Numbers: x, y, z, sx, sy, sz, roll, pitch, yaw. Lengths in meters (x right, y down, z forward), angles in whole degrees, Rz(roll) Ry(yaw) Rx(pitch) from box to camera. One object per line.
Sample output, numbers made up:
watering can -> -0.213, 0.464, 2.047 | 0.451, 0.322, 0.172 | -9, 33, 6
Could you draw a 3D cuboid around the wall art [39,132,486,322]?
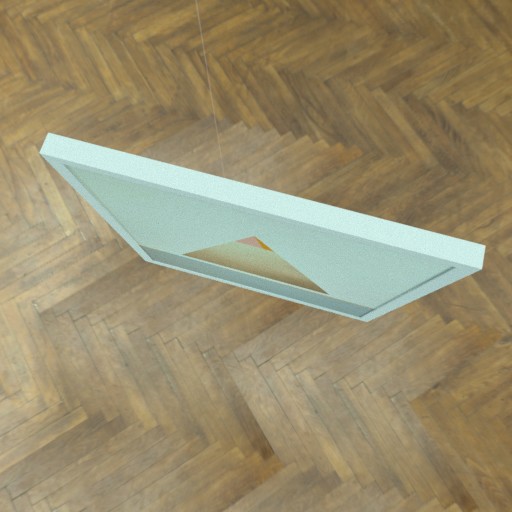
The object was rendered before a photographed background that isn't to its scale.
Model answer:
wall art -> 0.000, 0.000, 1.115 | 0.768, 0.765, 0.041 | 15, 76, 4
